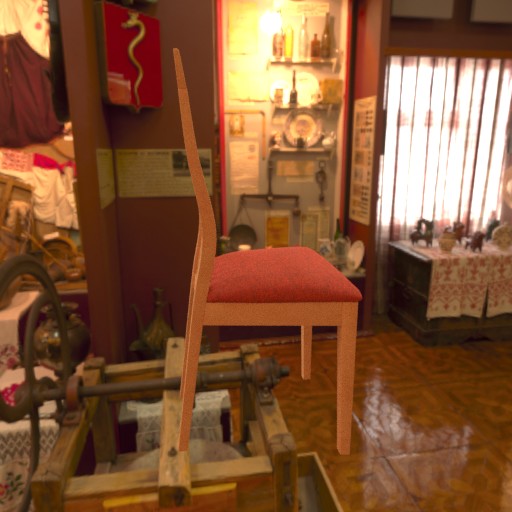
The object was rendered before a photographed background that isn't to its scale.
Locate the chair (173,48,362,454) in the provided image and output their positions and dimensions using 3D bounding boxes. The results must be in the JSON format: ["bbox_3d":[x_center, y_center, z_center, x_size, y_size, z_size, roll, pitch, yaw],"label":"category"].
[{"bbox_3d":[0.000,0.000,1.265,0.474,1.027,0.460,-2,14,-8],"label":"chair"}]
